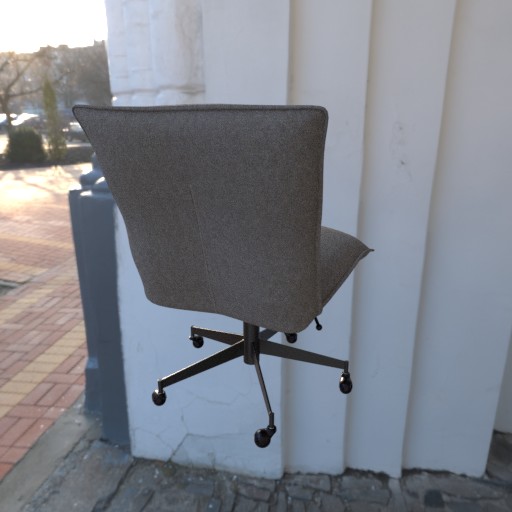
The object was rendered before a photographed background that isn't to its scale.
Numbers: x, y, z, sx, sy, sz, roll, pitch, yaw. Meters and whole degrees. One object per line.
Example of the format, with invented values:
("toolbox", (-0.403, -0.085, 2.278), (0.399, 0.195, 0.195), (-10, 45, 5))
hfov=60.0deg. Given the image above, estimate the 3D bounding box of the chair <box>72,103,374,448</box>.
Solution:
("chair", (0.000, 0.000, 1.267), (0.597, 0.811, 0.696), (8, 19, 25))
